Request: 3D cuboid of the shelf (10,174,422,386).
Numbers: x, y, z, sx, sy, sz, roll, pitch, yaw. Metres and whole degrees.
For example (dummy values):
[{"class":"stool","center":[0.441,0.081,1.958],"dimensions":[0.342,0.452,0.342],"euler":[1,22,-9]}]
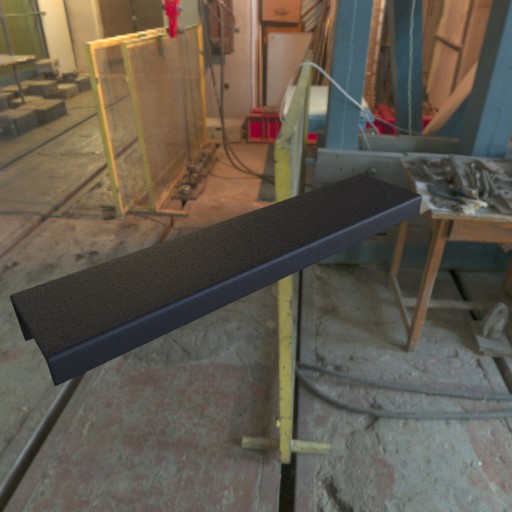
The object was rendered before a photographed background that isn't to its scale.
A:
[{"class":"shelf","center":[0.000,0.000,0.476],"dimensions":[0.456,0.053,0.102],"euler":[-23,38,-33]}]
